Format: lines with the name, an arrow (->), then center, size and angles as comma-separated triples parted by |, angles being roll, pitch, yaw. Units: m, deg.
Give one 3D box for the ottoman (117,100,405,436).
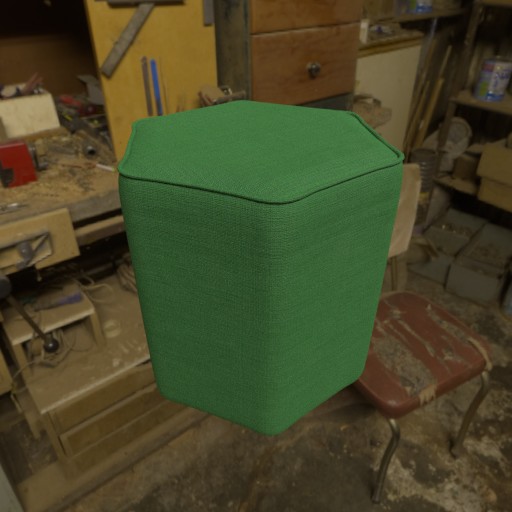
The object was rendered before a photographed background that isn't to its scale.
ottoman -> 0.000, 0.000, 0.887 | 0.499, 0.507, 0.444 | -23, 40, -31
